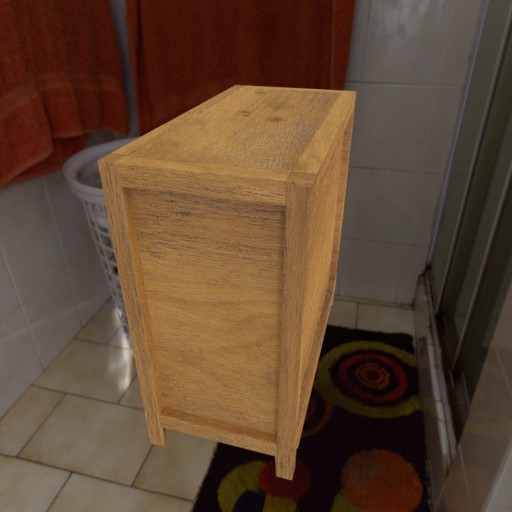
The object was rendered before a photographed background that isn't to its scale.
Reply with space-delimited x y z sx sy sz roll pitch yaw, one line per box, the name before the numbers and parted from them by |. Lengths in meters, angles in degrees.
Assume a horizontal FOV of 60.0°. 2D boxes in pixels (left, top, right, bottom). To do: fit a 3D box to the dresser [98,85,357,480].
dresser | 0.000 0.000 1.303 0.427 0.804 0.804 8 32 14
